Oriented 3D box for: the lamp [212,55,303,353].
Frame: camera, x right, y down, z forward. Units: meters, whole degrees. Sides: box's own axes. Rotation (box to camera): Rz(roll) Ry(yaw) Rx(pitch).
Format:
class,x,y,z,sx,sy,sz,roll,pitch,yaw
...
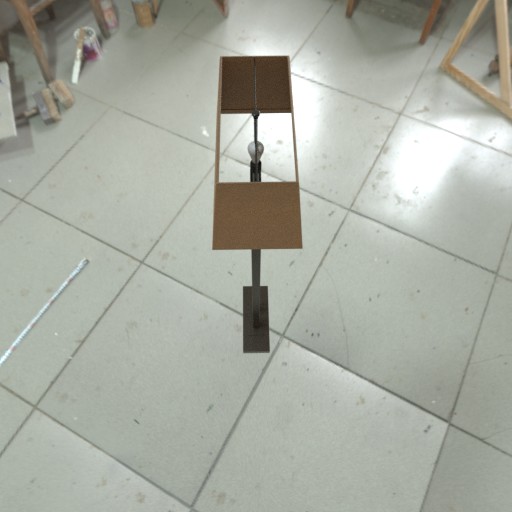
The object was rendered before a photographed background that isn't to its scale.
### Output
class,x,y,z,sx,sy,sz,roll,pitch,yaw
lamp,0.000,0.000,1.692,0.233,1.469,0.475,-1,63,0
